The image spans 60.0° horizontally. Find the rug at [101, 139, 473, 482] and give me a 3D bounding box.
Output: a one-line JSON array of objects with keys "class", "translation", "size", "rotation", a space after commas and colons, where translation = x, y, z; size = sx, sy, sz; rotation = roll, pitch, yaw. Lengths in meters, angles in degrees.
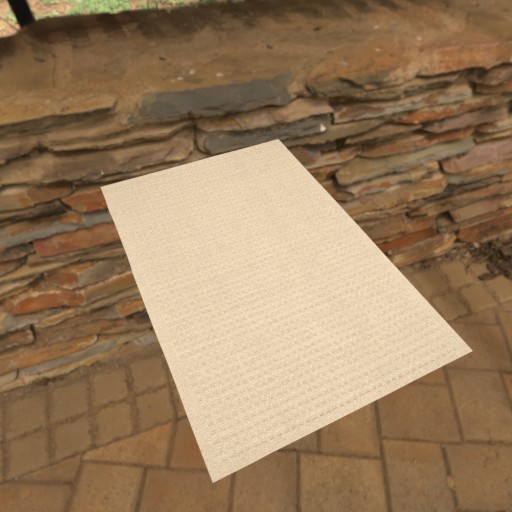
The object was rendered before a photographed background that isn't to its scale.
[{"class": "rug", "translation": [0.000, 0.000, 2.881], "size": [1.523, 0.006, 2.289], "rotation": [-19, 50, -17]}]
